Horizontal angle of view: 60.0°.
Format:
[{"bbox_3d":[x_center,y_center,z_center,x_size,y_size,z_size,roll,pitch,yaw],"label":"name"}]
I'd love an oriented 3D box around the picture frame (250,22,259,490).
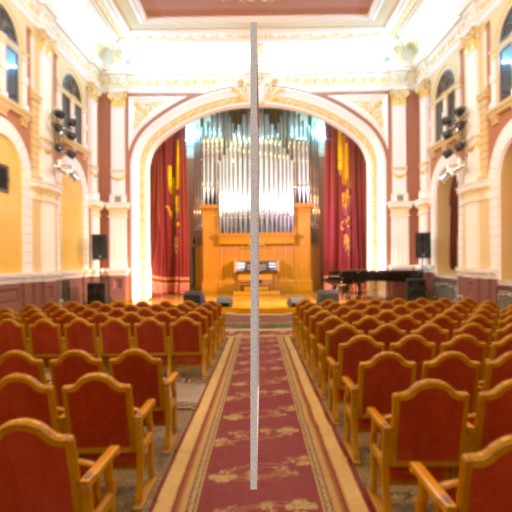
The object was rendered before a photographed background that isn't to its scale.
[{"bbox_3d":[0.000,0.000,1.220,0.013,0.940,0.659,0,0,1],"label":"picture frame"}]
